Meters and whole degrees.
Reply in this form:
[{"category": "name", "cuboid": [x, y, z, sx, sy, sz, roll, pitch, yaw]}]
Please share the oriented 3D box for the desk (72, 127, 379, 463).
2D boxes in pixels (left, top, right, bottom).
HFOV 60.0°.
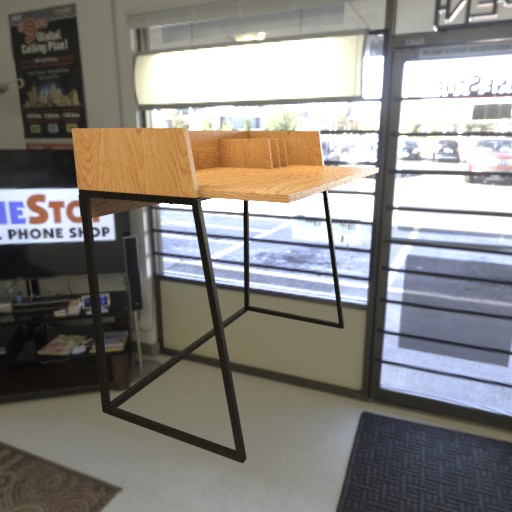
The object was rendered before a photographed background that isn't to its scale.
[{"category": "desk", "cuboid": [0.000, 0.000, 1.936, 0.769, 1.061, 1.191, 8, 17, 26]}]
